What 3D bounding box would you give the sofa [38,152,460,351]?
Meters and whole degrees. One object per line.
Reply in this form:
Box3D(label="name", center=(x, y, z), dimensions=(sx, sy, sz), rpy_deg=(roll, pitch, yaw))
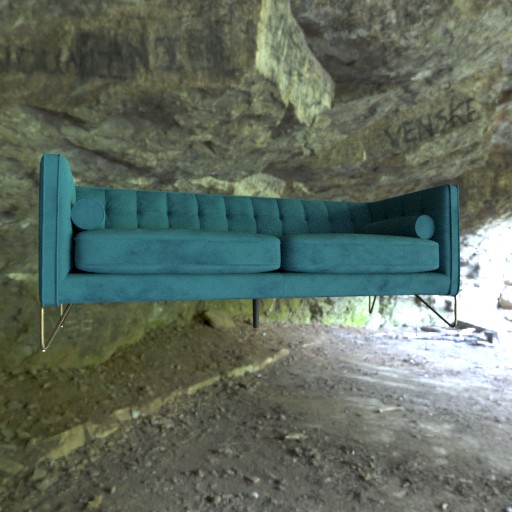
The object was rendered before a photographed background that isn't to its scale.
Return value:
Box3D(label="sofa", center=(0.000, 0.000, 2.443), dimensions=(2.087, 0.789, 0.867), rpy_deg=(1, -2, -19))
